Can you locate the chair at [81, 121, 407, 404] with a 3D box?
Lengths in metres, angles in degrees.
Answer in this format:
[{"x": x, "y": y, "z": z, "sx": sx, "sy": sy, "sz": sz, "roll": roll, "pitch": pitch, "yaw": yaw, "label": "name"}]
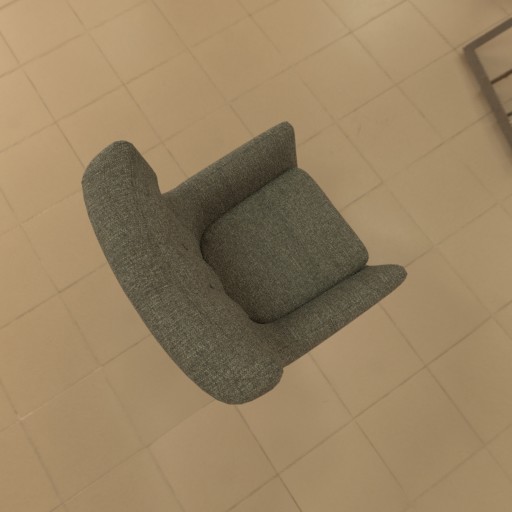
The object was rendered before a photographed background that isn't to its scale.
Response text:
[{"x": 0.000, "y": 0.000, "z": 1.788, "sx": 0.904, "sy": 1.063, "sz": 0.878, "roll": -33, "pitch": 78, "yaw": -8, "label": "chair"}]
